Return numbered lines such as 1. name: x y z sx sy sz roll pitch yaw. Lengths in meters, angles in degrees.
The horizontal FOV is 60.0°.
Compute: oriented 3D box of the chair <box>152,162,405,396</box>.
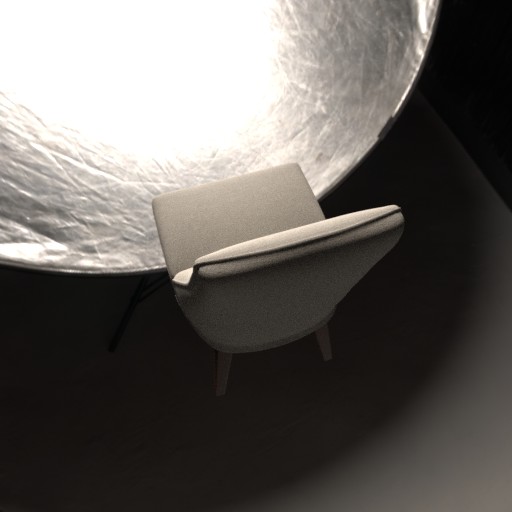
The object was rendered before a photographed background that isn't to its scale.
1. chair: 0.000 0.000 1.253 0.500 0.930 0.620 -16 60 -9
